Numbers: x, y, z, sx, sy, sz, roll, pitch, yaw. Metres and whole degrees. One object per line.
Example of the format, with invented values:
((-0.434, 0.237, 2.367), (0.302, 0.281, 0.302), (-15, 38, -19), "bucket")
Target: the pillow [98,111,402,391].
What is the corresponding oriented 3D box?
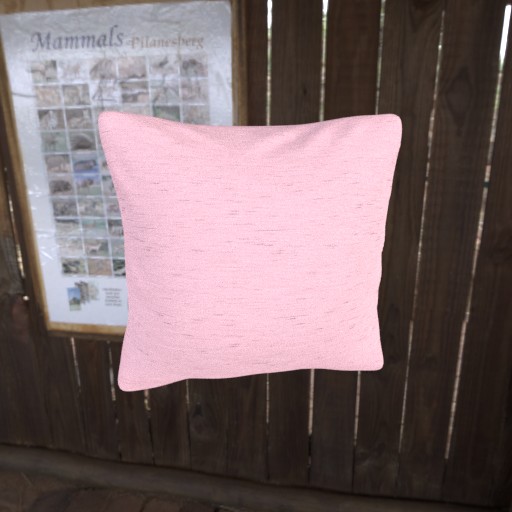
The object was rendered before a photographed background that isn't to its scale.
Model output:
((0.000, 0.000, 0.670), (0.432, 0.415, 0.246), (-2, 15, -8), "pillow")
